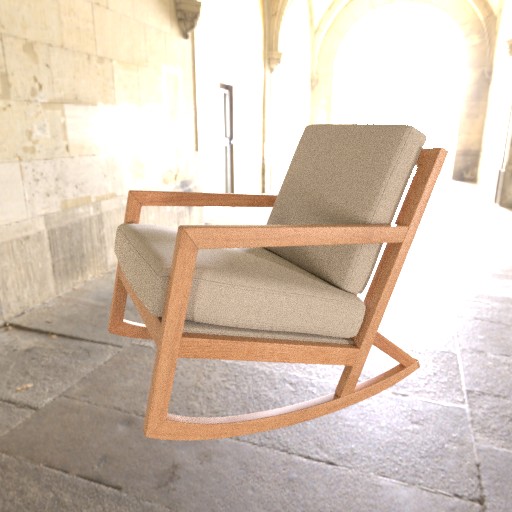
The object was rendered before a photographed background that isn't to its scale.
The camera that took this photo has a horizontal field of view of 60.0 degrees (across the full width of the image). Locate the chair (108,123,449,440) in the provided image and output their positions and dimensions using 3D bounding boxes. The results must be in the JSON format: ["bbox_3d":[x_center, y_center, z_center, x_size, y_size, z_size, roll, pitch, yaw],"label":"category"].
[{"bbox_3d":[0.000,0.000,1.379,0.857,0.790,0.622,-8,18,-24],"label":"chair"}]
